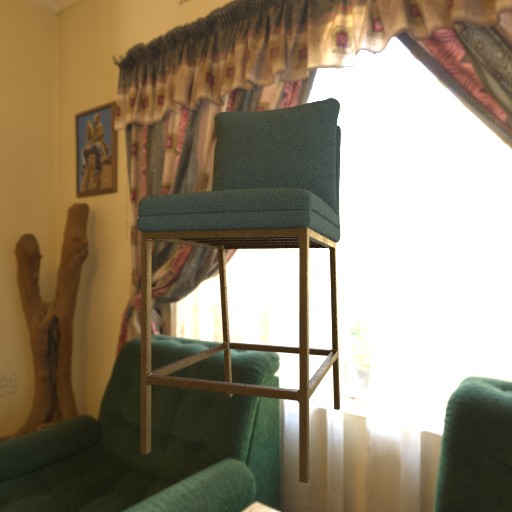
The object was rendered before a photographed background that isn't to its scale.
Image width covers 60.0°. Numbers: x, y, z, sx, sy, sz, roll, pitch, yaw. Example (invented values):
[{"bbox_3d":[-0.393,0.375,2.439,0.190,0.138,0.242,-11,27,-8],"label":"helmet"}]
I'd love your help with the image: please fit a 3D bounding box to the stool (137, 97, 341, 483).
[{"bbox_3d":[0.000,0.000,1.334,0.463,1.032,0.568,0,-1,20],"label":"stool"}]
